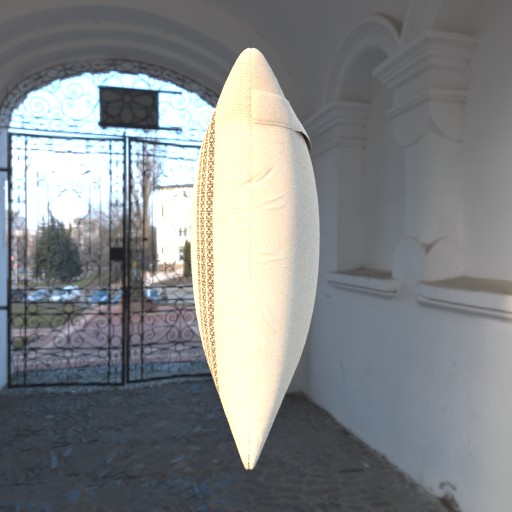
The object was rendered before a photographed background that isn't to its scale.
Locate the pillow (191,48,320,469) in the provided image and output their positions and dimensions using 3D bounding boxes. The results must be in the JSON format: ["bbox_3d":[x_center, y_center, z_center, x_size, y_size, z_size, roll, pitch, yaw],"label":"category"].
[{"bbox_3d":[0.000,0.000,0.624,0.173,0.406,0.405,0,1,2],"label":"pillow"}]
